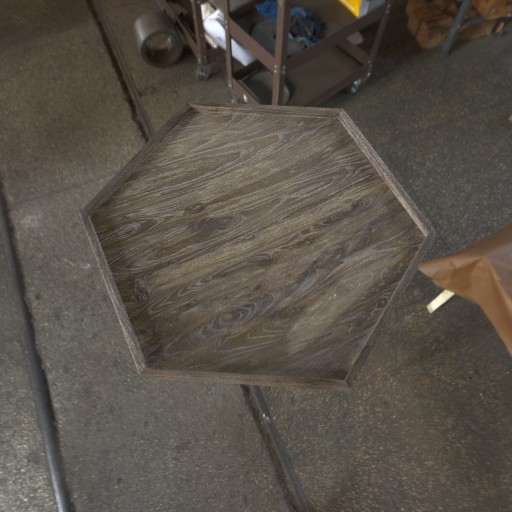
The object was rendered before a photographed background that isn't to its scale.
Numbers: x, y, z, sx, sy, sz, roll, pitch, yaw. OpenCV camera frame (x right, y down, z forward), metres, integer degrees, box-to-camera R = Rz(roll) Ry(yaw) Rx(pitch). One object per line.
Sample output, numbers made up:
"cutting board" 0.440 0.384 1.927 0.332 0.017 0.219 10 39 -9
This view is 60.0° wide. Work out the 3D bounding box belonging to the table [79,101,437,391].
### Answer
"table" 0.000 0.000 1.596 0.966 0.488 1.115 31 69 14
